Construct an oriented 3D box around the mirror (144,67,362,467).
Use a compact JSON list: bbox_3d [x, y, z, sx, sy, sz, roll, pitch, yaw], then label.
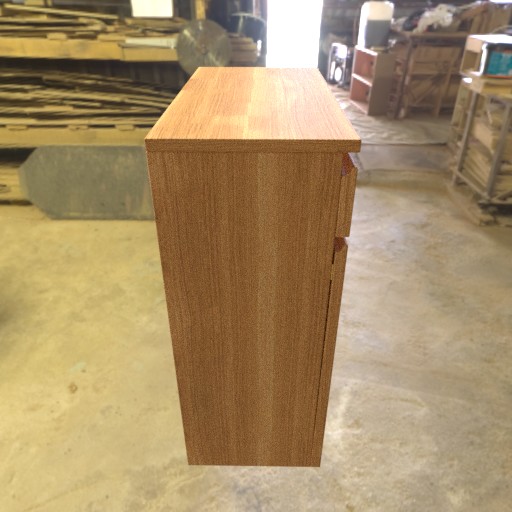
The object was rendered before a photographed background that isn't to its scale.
[{"bbox_3d":[0.000,0.000,1.415,0.400,1.000,0.800,0,32,1],"label":"mirror"}]
